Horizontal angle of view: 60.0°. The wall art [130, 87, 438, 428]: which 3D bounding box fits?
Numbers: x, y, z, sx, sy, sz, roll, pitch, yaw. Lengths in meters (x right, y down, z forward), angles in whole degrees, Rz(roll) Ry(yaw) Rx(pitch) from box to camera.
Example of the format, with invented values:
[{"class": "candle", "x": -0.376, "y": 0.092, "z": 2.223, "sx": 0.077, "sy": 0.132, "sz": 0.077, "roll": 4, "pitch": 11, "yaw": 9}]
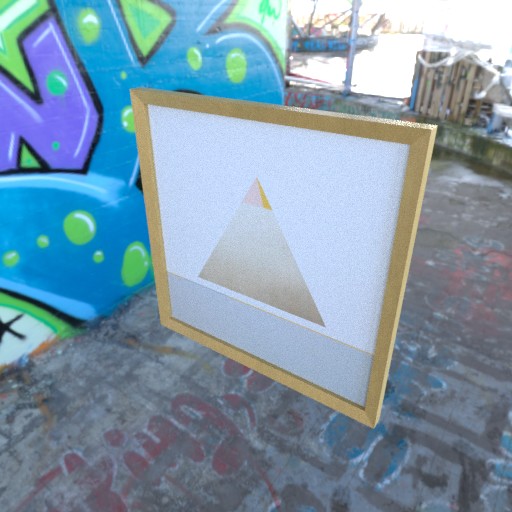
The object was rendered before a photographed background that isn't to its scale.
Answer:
[{"class": "wall art", "x": 0.000, "y": 0.000, "z": 2.933, "sx": 1.935, "sy": 1.936, "sz": 0.097, "roll": 19, "pitch": 34, "yaw": 29}]
